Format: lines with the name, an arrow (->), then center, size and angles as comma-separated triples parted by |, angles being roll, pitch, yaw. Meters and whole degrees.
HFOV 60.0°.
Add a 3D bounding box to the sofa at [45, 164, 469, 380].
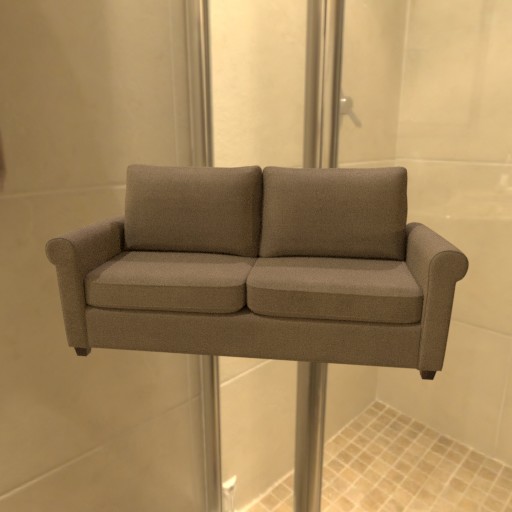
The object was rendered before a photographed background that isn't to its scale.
sofa -> 0.000, 0.000, 2.427 | 1.935, 0.942, 0.842 | 2, 16, 7
